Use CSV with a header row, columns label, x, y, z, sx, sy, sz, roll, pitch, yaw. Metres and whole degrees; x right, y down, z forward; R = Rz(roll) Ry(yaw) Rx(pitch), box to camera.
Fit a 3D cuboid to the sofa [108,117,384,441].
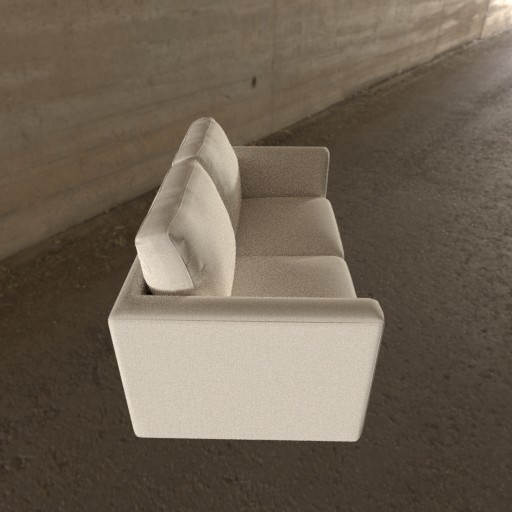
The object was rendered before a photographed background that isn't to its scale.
label,x,y,z,sx,sy,sz,roll,pitch,yaw
sofa,0.000,0.000,1.930,0.796,0.908,1.430,1,33,1
